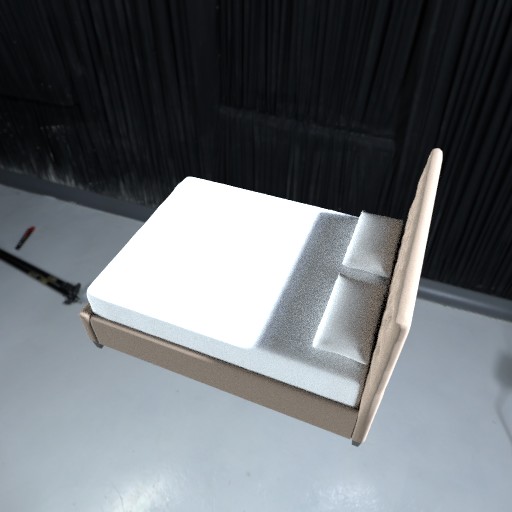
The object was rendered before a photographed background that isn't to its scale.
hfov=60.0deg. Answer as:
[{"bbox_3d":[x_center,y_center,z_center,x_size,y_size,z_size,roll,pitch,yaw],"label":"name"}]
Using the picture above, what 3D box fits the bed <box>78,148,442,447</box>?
[{"bbox_3d":[0.000,0.000,3.396,2.233,1.426,1.696,16,47,15],"label":"bed"}]
